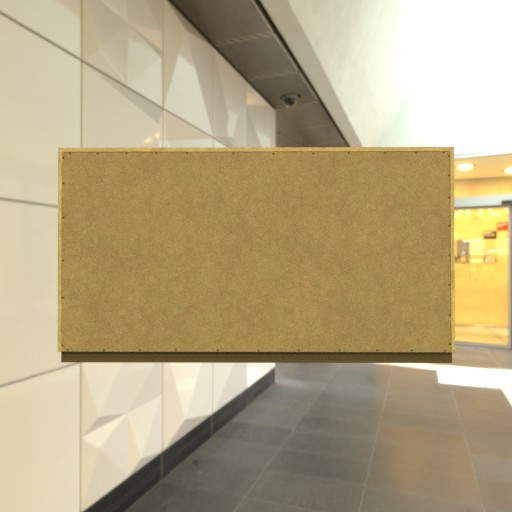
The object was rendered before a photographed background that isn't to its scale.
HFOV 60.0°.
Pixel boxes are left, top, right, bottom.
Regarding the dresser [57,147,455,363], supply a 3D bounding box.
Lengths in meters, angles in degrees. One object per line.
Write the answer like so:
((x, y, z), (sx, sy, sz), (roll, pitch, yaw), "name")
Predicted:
((0.000, 0.000, 2.058), (1.628, 0.889, 0.483), (0, 0, 1), "dresser")
